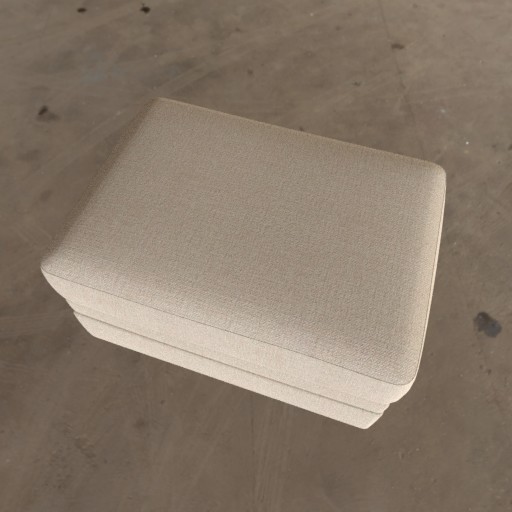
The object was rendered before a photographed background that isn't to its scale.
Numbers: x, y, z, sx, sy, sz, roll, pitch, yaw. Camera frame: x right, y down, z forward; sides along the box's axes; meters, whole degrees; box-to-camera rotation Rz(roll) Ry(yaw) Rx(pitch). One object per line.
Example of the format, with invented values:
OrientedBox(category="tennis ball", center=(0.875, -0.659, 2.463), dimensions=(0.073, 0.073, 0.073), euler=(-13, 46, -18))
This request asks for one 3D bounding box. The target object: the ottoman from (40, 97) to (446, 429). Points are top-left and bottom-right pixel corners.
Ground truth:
OrientedBox(category="ottoman", center=(0.000, 0.000, 1.239), dimensions=(0.885, 0.478, 0.637), euler=(16, 60, 10))
